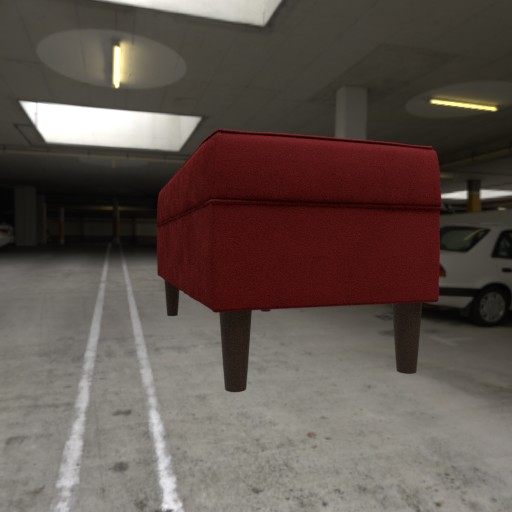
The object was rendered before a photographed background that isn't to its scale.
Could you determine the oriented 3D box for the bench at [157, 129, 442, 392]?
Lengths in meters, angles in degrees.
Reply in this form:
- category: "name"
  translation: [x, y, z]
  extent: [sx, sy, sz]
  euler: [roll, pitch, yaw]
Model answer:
- category: "bench"
  translation: [0.000, 0.000, 1.310]
  extent: [0.492, 0.471, 1.016]
  euler: [0, 1, -18]
